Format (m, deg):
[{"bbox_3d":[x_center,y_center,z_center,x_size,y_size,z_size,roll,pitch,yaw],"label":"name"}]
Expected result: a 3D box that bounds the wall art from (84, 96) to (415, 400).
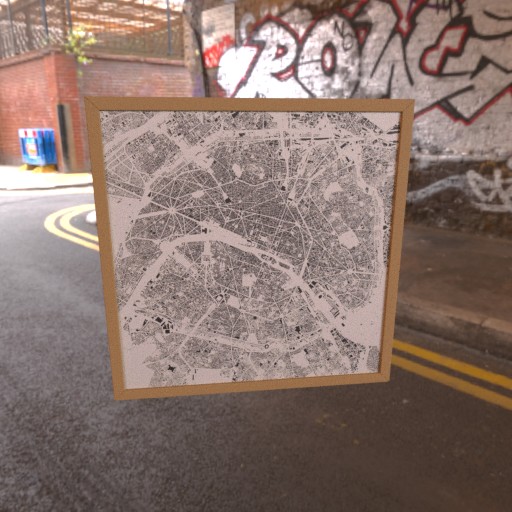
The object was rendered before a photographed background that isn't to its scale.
[{"bbox_3d":[0.000,0.000,1.134,0.761,0.761,0.037,-2,16,-7],"label":"wall art"}]
